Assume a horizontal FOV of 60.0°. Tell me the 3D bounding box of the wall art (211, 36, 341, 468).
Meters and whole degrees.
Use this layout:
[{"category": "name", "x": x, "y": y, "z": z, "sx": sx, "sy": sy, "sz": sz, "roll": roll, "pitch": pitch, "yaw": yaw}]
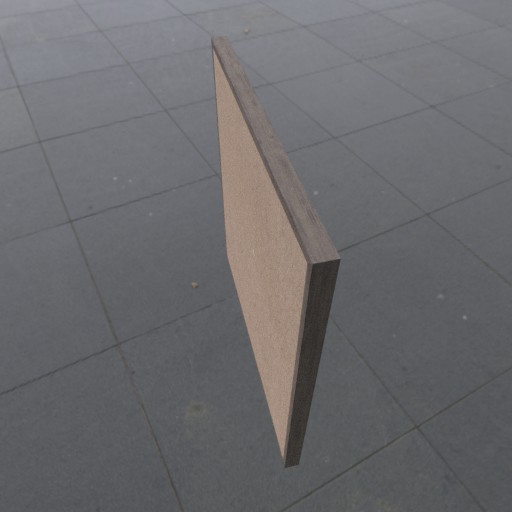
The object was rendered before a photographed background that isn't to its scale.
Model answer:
[{"category": "wall art", "x": 0.000, "y": 0.000, "z": 1.096, "sx": 0.038, "sy": 0.762, "sz": 0.762, "roll": -10, "pitch": 47, "yaw": -9}]
